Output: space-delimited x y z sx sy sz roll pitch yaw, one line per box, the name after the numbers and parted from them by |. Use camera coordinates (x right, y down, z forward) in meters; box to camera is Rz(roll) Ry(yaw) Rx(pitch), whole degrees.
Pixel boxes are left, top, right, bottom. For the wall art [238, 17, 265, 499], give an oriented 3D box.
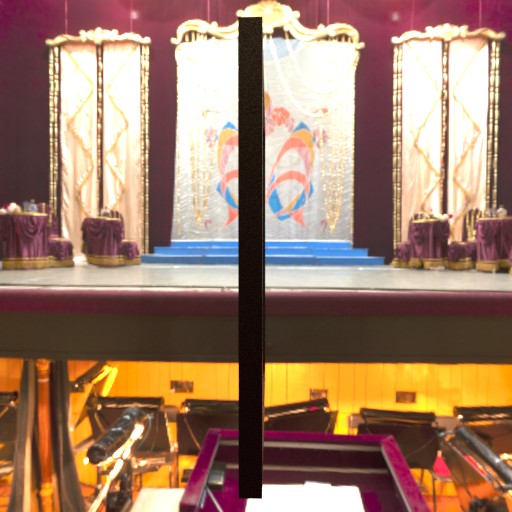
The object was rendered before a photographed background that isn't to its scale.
0.000 0.000 0.740 0.028 0.557 0.457 0 2 2 | wall art
